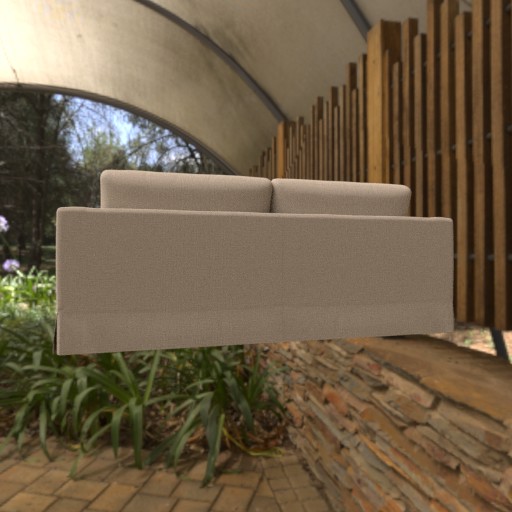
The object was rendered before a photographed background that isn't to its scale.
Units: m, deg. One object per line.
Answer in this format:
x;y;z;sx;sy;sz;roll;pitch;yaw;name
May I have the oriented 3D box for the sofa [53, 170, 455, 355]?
0.000;0.000;2.721;2.163;0.881;0.954;0;0;-17;sofa
